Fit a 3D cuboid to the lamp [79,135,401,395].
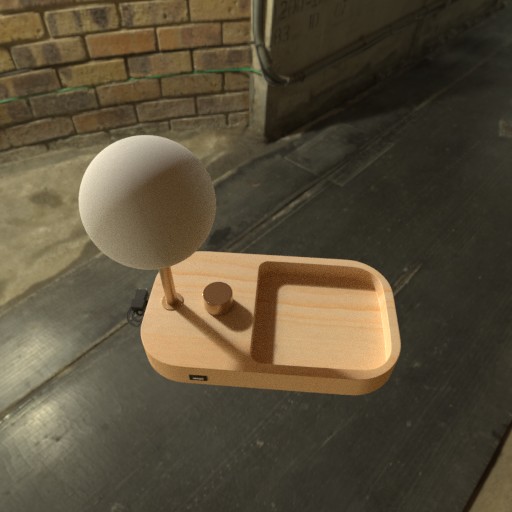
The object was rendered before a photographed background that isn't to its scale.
[{"bbox_3d":[0.000,0.000,0.462,0.331,0.253,0.173,3,47,3],"label":"lamp"}]
